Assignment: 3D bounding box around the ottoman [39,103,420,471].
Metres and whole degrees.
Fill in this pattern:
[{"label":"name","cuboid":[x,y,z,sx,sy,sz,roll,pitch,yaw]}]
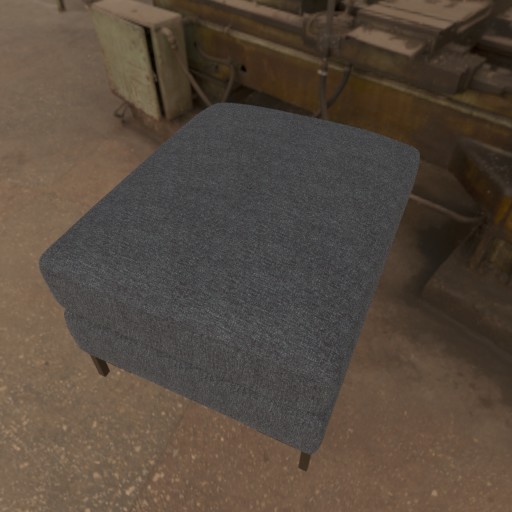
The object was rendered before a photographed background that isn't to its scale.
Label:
[{"label":"ottoman","cuboid":[0.000,0.000,1.266,0.695,0.533,0.831,18,48,17]}]
